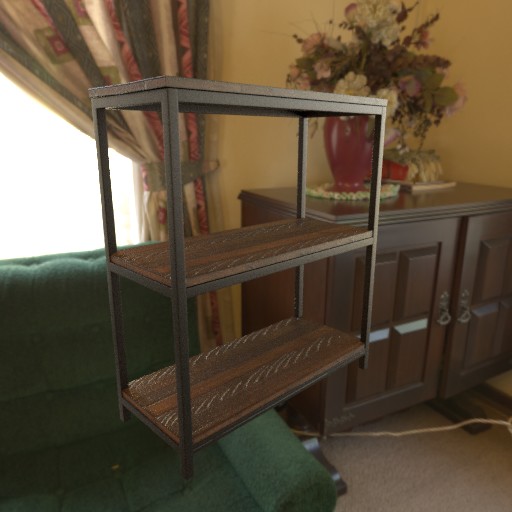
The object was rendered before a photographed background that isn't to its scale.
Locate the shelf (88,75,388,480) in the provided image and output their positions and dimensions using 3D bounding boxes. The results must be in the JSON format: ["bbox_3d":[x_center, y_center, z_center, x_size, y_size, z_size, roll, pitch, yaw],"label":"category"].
[{"bbox_3d":[0.000,0.000,1.381,0.822,0.947,0.352,-14,20,-42],"label":"shelf"}]
